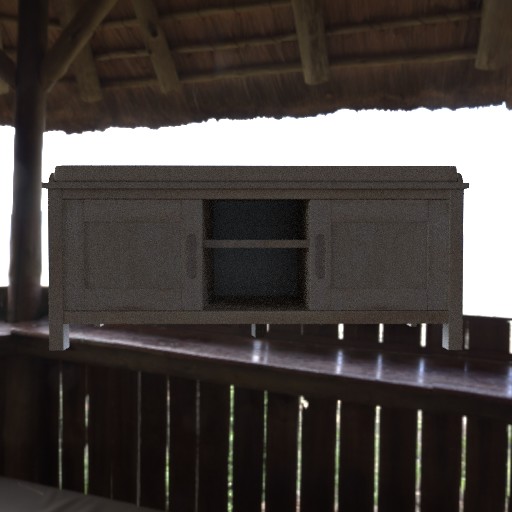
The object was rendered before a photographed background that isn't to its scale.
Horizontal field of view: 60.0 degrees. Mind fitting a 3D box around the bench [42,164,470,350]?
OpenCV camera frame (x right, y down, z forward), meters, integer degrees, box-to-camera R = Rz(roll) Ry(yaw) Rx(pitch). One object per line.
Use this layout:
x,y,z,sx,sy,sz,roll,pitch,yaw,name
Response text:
0.000,0.000,1.384,1.140,0.501,0.398,0,2,0,bench
